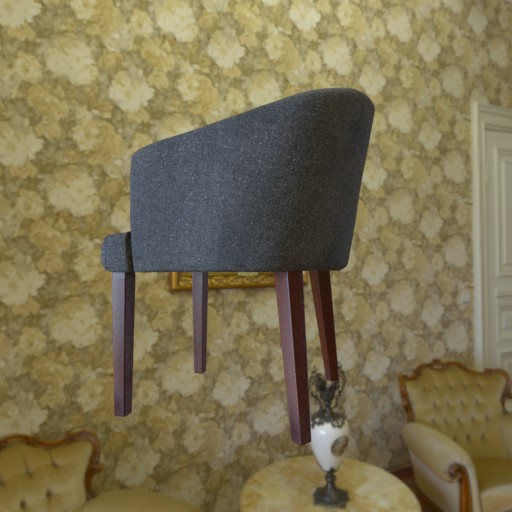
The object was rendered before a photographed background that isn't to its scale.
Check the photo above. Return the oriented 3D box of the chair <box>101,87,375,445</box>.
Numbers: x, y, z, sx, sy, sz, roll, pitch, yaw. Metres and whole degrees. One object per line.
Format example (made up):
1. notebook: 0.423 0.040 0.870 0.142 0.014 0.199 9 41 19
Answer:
1. chair: 0.000 0.000 1.259 0.655 0.811 0.583 0 -1 18
